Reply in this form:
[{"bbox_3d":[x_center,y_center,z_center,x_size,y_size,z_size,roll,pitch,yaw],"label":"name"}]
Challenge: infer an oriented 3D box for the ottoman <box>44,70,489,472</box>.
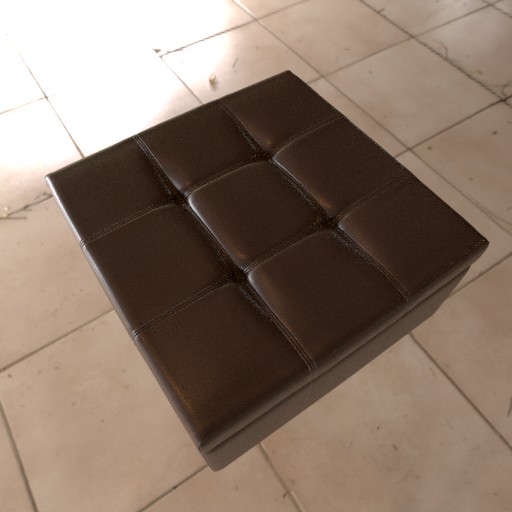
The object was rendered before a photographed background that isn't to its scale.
[{"bbox_3d":[0.000,0.000,1.242,0.787,0.460,0.788,-30,62,-18],"label":"ottoman"}]
